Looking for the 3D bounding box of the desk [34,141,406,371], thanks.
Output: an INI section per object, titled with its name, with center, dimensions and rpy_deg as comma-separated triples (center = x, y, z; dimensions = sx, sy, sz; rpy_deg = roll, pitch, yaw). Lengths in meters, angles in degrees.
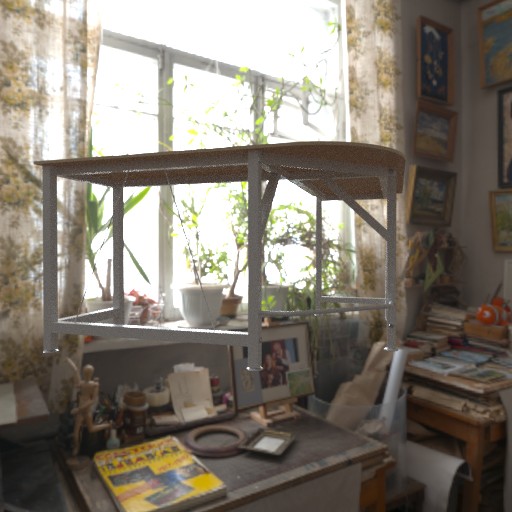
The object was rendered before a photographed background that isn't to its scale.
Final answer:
[desk]
center = 0.000, 0.000, 2.211
dimensions = 1.400, 0.762, 1.400
rpy_deg = 0, 1, 18
